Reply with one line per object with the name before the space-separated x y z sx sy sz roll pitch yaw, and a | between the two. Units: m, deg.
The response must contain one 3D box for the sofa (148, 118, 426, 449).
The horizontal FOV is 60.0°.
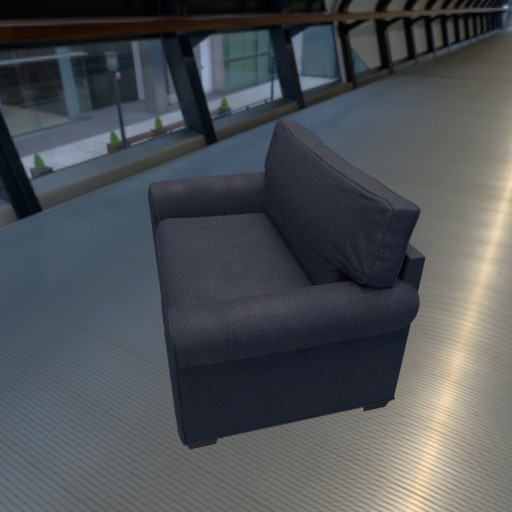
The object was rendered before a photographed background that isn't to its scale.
sofa | 0.000 0.000 2.125 0.938 1.004 1.405 -7 31 -12
